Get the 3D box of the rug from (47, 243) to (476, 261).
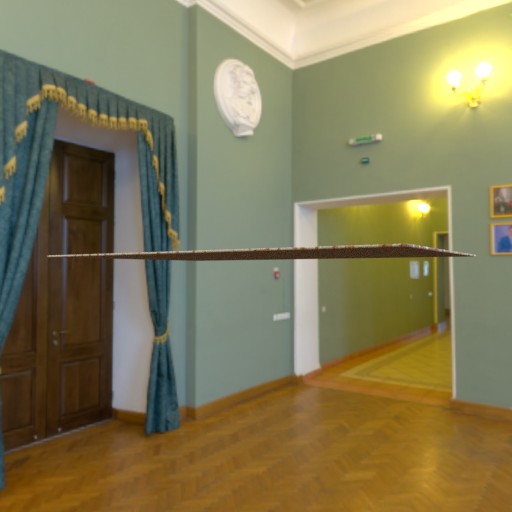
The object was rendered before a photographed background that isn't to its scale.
[{"bbox_3d":[0.000,0.000,2.959,2.435,0.011,1.517,-1,-2,35],"label":"rug"}]
